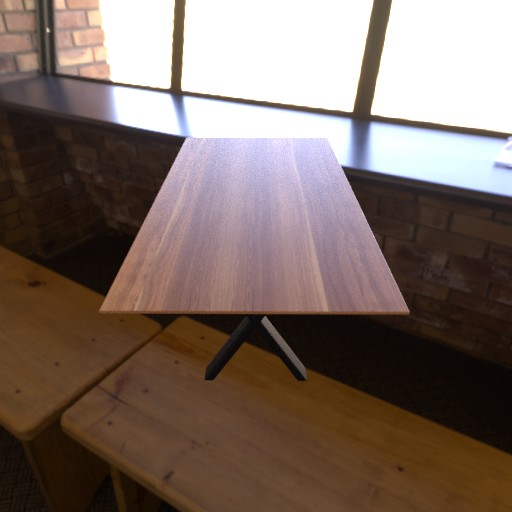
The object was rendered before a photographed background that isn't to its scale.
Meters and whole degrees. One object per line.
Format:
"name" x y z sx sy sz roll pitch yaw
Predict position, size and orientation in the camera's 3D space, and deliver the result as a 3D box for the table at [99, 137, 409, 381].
"table" 0.000 0.000 2.482 1.000 0.770 2.000 0 31 0
